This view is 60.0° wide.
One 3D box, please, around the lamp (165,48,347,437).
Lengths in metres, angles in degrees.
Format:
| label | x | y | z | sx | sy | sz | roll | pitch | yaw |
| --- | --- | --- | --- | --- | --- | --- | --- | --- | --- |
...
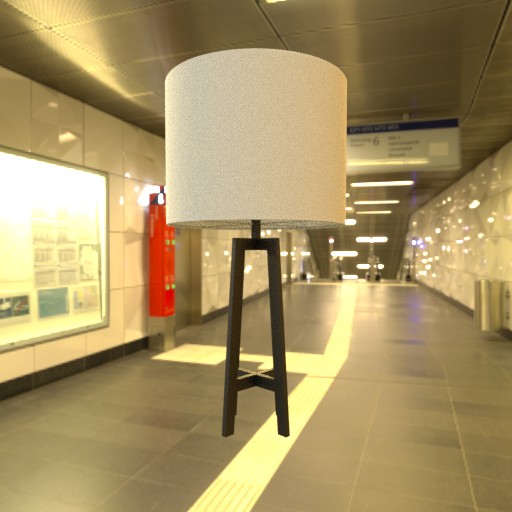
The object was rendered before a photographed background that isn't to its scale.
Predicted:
| label | x | y | z | sx | sy | sz | roll | pitch | yaw |
| --- | --- | --- | --- | --- | --- | --- | --- | --- | --- |
| lamp | 0.000 | 0.000 | 0.642 | 0.257 | 0.489 | 0.257 | 0 | 1 | 0 |
